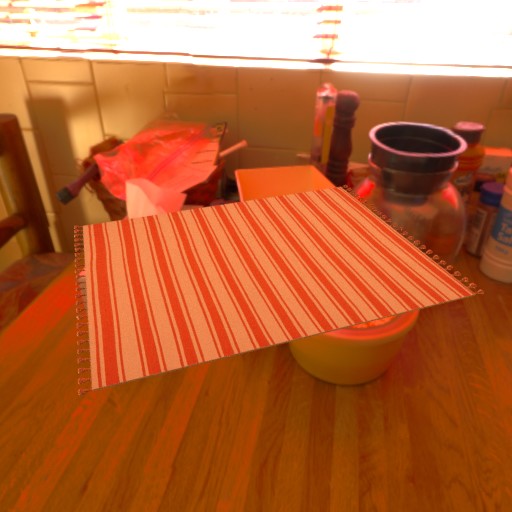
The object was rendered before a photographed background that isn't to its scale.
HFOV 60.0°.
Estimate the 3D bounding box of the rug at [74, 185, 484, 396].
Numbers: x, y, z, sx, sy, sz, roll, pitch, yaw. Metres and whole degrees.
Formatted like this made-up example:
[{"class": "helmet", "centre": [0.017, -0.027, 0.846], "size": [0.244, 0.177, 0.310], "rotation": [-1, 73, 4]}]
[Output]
[{"class": "rug", "centre": [0.000, 0.000, 4.358], "size": [3.369, 0.035, 2.451], "rotation": [-11, 34, -16]}]
